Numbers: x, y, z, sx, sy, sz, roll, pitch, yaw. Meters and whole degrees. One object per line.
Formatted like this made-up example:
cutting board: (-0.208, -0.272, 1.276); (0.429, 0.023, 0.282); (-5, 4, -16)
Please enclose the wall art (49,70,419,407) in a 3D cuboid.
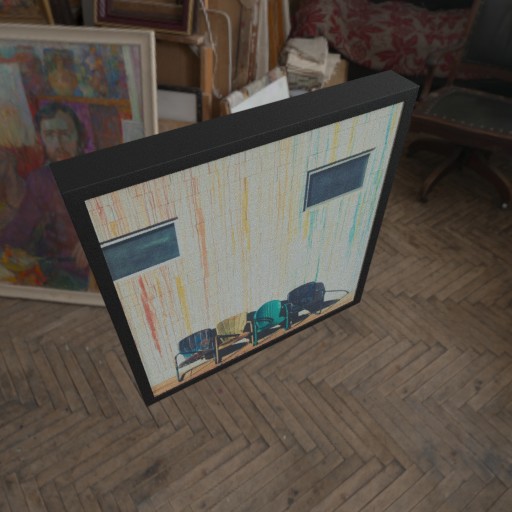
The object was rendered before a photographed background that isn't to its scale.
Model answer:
wall art: (0.000, 0.000, 0.452); (0.304, 0.304, 0.038); (-22, 50, -20)
